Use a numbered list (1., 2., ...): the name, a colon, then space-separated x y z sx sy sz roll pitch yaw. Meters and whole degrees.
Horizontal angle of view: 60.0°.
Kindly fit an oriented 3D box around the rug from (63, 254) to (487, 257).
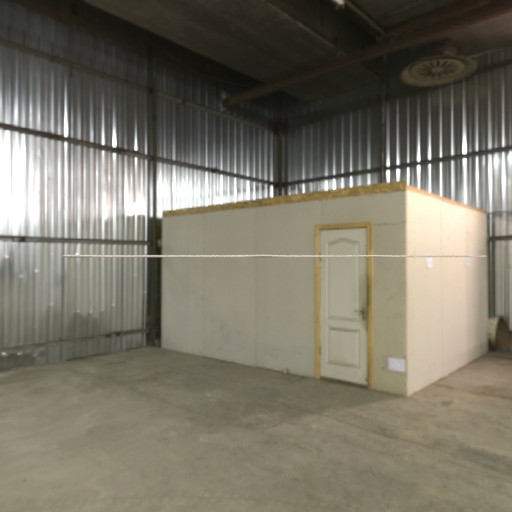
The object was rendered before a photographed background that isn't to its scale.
1. rug: 0.000 0.000 4.406 3.357 0.019 2.449 0 0 -19
